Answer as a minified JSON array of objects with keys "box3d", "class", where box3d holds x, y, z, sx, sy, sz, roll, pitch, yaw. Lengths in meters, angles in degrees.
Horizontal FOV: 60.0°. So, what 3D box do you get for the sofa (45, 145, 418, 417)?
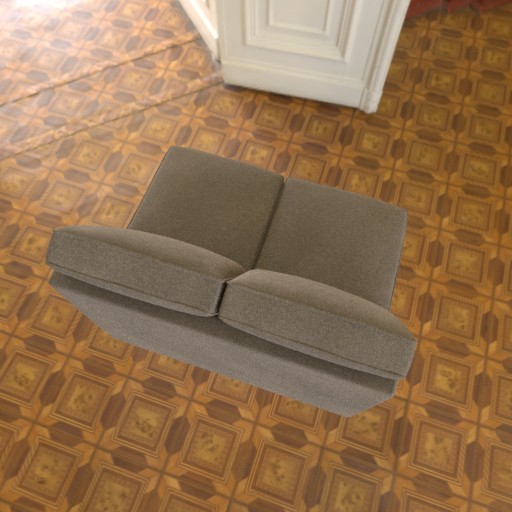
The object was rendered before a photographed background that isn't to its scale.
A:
[{"box3d":[0.000,0.000,1.946,1.237,1.008,0.951,17,66,8],"class":"sofa"}]
